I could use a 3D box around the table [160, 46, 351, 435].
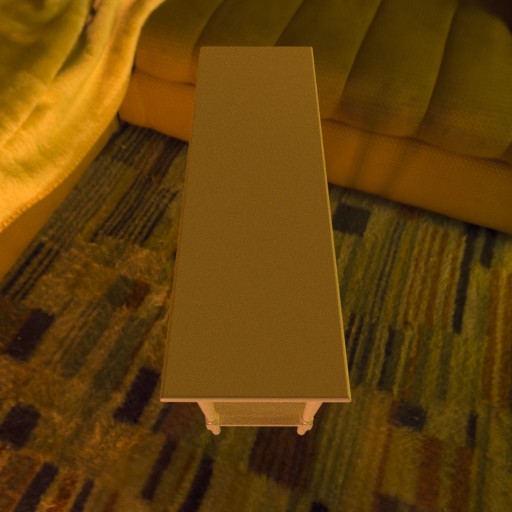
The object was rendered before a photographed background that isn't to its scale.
[{"bbox_3d":[0.000,0.000,1.545,0.386,0.814,1.191,0,58,0],"label":"table"}]
